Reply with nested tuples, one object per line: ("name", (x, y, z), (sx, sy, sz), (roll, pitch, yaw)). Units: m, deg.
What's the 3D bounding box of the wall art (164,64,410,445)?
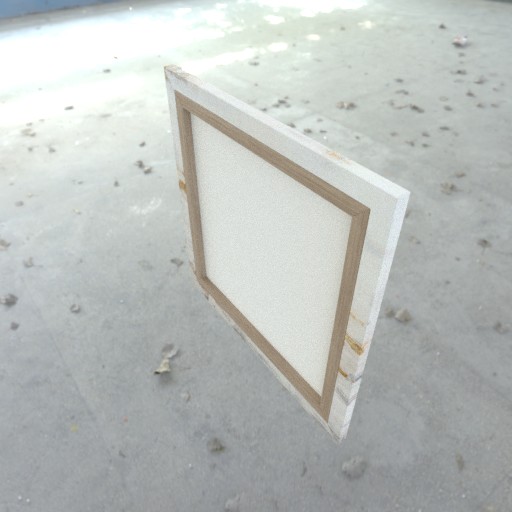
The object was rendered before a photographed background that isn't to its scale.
("wall art", (0.000, 0.000, 1.534), (0.040, 1.018, 1.015), (-25, 46, -27))
